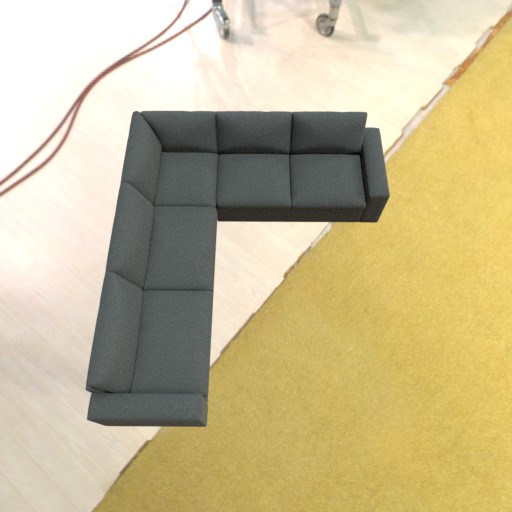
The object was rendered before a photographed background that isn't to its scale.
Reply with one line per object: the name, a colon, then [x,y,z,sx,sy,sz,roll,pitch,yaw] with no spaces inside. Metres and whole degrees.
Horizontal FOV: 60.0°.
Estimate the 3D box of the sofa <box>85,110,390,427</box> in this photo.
sofa: [0.000,0.000,4.624,2.895,0.965,3.277,0,64,0]
